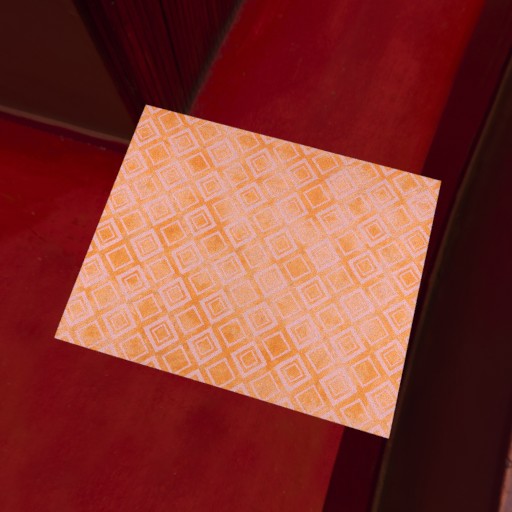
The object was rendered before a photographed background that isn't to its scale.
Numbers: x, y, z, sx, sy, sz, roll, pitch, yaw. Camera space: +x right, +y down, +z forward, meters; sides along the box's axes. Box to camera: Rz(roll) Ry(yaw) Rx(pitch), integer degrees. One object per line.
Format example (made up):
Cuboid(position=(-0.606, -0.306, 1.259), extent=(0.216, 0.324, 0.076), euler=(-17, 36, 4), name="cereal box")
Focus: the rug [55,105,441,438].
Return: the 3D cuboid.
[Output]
Cuboid(position=(0.000, 0.000, 4.122), extent=(3.037, 0.011, 2.433), euler=(16, 76, 4), name="rug")
